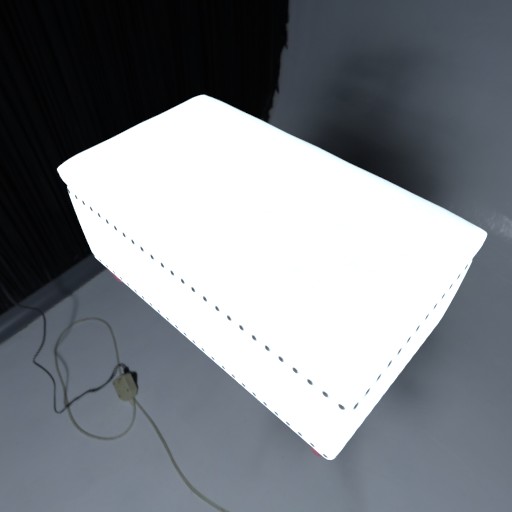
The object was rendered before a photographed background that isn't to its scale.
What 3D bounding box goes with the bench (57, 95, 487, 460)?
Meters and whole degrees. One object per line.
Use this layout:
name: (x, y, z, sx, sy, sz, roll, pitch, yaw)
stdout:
bench: (0.000, 0.000, 1.158, 0.887, 0.449, 0.500, 34, 56, 27)
